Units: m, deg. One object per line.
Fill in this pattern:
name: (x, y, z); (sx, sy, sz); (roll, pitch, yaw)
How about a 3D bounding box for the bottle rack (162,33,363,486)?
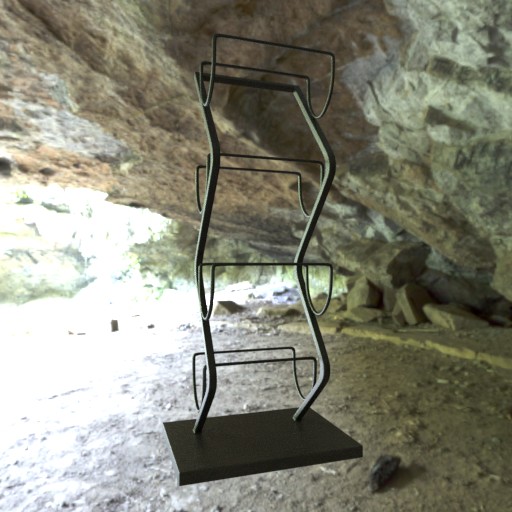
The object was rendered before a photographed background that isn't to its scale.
bottle rack: (0.000, 0.000, 0.661); (0.254, 0.559, 0.178); (0, -1, -18)
